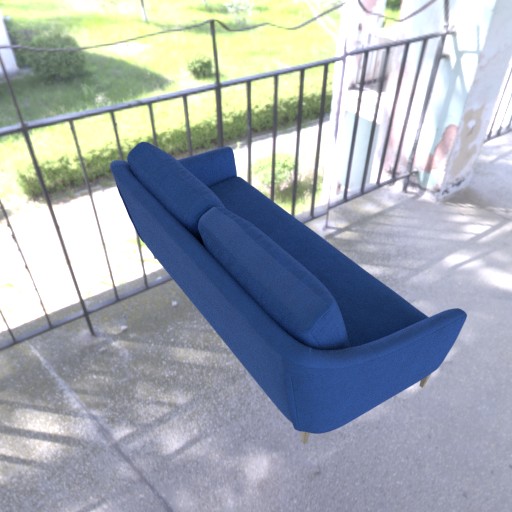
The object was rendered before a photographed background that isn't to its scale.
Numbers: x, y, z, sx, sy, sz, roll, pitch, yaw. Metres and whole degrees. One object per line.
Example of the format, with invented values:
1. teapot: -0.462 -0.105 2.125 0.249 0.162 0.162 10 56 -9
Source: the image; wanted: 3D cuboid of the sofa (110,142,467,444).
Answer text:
1. sofa: 0.000 0.000 2.513 0.960 0.903 2.036 -24 45 -26
